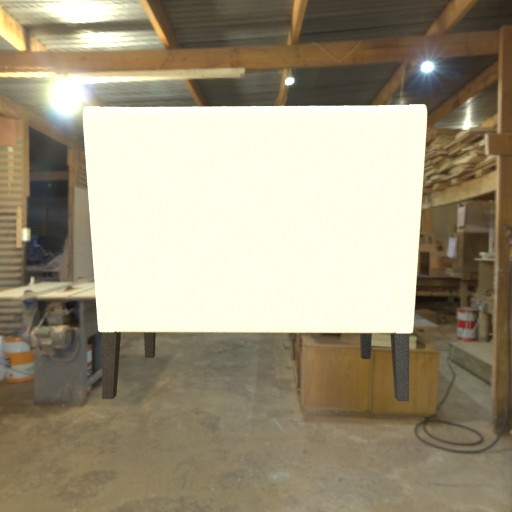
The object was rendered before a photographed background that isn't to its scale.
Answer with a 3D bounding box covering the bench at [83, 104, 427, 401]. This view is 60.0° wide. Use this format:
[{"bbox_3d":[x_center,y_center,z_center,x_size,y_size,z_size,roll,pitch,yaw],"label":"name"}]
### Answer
[{"bbox_3d":[0.000,0.000,2.044,1.280,1.123,0.847,0,2,1],"label":"bench"}]
